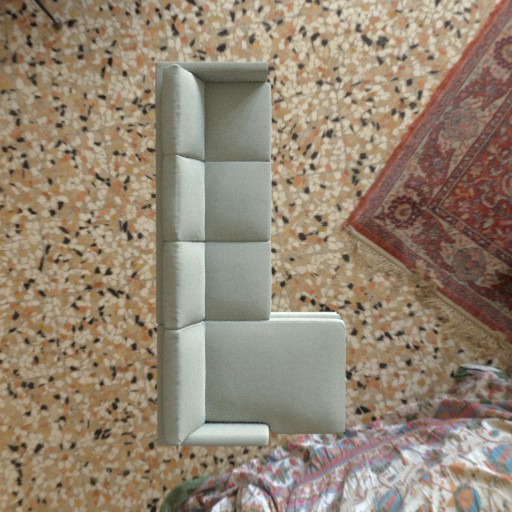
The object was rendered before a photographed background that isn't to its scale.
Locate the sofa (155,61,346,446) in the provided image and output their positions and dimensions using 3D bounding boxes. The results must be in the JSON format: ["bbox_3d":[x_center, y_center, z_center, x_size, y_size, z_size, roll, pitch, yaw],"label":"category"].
[{"bbox_3d":[0.000,0.000,3.912,1.650,0.922,3.205,0,91,0],"label":"sofa"}]
